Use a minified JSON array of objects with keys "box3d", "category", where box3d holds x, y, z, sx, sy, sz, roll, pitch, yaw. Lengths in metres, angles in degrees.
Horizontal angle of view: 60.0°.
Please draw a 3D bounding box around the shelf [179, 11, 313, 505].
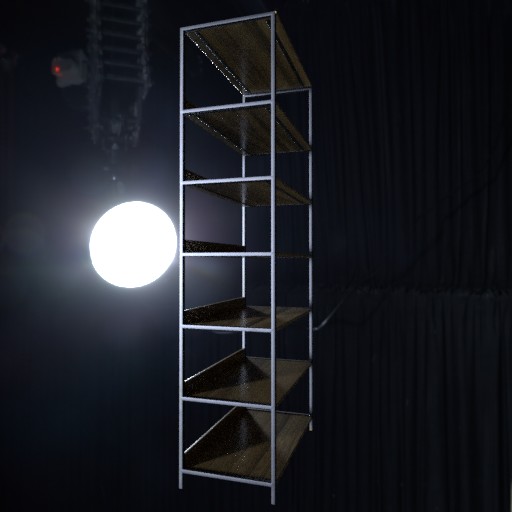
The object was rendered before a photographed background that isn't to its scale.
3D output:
[{"box3d":[0.000,0.000,2.265,0.431,2.015,0.847,0,-1,18],"category":"shelf"}]
